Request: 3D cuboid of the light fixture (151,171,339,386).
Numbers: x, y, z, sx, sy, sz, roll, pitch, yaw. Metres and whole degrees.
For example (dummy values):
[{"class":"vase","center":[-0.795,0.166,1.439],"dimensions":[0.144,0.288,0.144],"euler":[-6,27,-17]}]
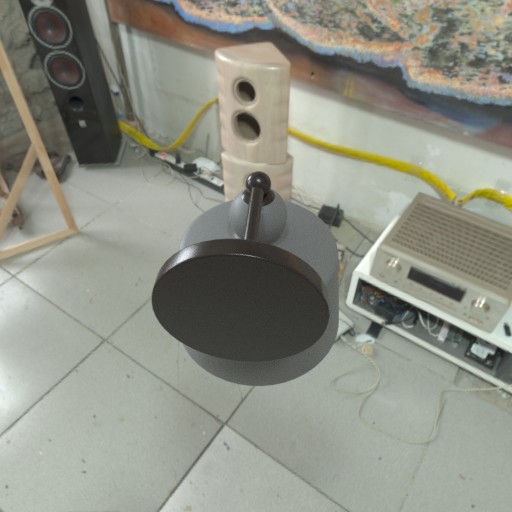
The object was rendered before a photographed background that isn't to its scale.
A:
[{"class":"light fixture","center":[0.000,0.000,0.451],"dimensions":[0.204,0.268,0.254],"euler":[4,47,4]}]
